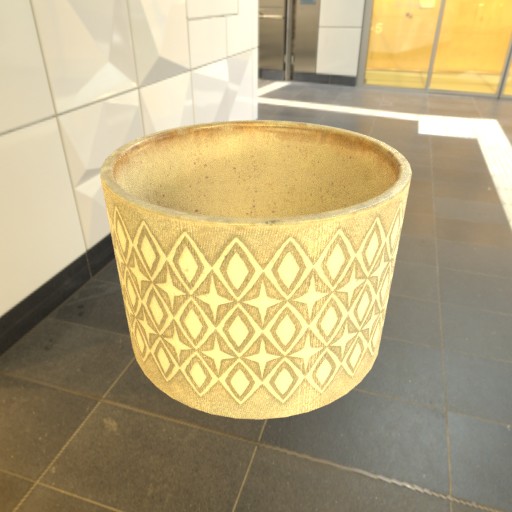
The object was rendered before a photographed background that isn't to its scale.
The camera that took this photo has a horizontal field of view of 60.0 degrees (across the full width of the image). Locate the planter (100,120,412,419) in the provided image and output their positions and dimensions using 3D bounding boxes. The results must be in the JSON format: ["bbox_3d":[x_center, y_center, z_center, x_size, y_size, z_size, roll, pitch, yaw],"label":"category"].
[{"bbox_3d":[0.000,0.000,0.313,0.186,0.144,0.186,0,31,0],"label":"planter"}]
